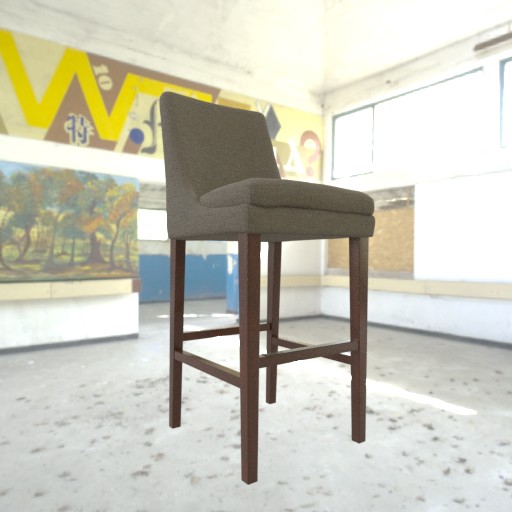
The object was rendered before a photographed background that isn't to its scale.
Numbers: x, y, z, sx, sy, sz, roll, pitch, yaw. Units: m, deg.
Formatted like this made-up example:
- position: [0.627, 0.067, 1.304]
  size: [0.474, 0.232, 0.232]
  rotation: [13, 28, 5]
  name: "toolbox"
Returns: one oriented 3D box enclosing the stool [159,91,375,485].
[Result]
- position: [0.000, 0.000, 1.371]
  size: [0.470, 1.078, 0.577]
  rotation: [0, 0, -36]
  name: "stool"
